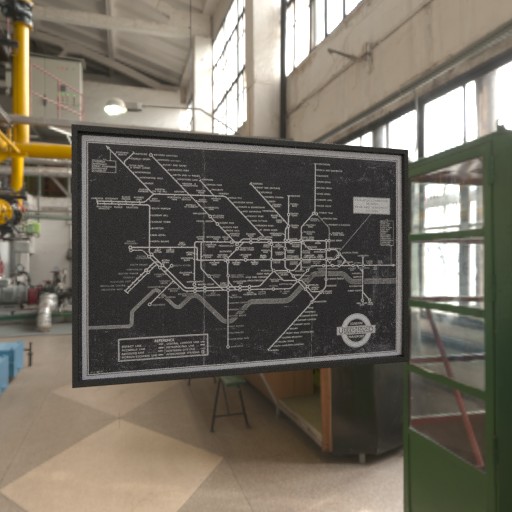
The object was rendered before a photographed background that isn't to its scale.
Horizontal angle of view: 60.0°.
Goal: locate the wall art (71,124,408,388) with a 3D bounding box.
[{"bbox_3d":[0.000,0.000,0.577,0.443,0.301,0.021,0,0,-16],"label":"wall art"}]
